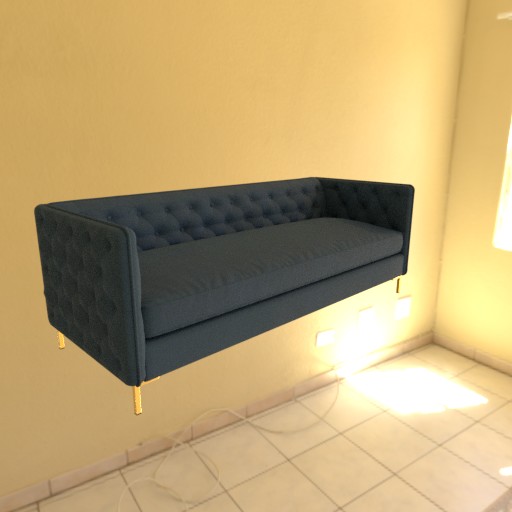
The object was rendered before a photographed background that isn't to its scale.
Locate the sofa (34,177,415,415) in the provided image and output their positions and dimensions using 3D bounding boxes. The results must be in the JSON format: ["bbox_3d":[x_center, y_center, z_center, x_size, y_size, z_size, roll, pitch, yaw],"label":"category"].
[{"bbox_3d":[0.000,0.000,2.658,2.209,0.771,0.895,-14,20,-42],"label":"sofa"}]
